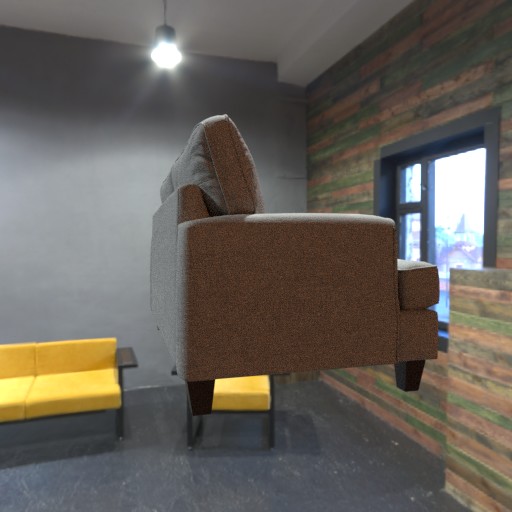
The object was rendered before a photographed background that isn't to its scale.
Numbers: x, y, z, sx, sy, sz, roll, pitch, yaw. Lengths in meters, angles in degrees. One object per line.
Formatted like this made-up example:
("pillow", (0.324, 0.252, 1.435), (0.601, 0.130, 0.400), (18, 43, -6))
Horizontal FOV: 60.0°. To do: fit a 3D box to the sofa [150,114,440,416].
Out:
("sofa", (0.000, 0.000, 2.234), (0.965, 0.965, 1.651), (0, 1, -16))
